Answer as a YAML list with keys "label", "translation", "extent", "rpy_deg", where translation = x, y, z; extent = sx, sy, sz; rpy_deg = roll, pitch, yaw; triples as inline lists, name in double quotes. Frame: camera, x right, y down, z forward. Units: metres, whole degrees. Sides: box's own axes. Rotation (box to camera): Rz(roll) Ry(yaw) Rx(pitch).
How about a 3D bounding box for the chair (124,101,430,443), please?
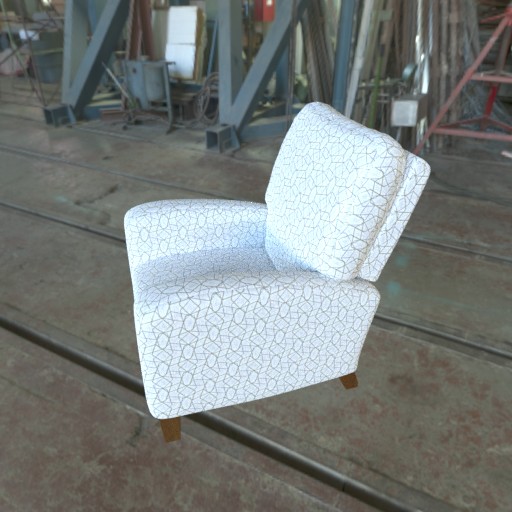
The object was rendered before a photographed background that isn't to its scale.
- label: "chair"
  translation: [0.000, 0.000, 1.782]
  extent: [0.995, 1.064, 0.796]
  rpy_deg: [-9, 32, -14]
